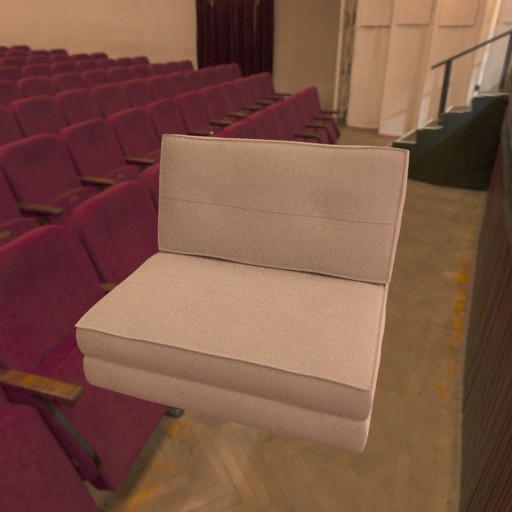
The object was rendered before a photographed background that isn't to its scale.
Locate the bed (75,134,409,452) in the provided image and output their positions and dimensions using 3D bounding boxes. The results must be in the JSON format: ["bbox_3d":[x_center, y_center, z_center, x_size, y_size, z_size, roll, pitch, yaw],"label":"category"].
[{"bbox_3d":[0.000,0.000,1.324,0.799,0.614,0.749,8,28,16],"label":"bed"}]
